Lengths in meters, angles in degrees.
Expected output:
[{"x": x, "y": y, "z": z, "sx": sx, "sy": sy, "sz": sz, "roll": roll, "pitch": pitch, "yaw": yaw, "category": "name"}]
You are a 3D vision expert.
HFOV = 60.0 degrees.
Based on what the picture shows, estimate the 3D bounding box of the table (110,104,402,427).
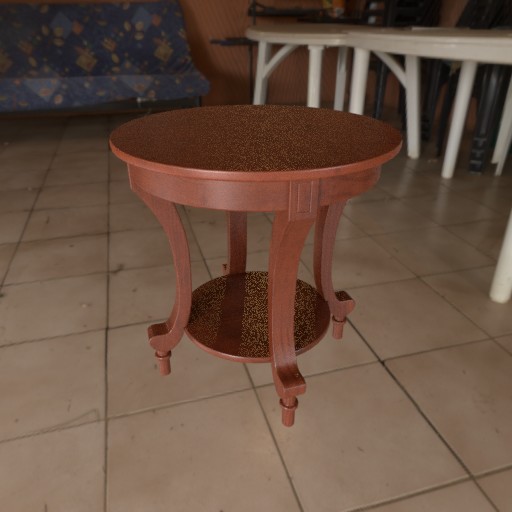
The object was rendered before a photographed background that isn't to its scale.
[{"x": 0.000, "y": 0.000, "z": 1.083, "sx": 0.597, "sy": 0.612, "sz": 0.597, "roll": 0, "pitch": 28, "yaw": 0, "category": "table"}]
